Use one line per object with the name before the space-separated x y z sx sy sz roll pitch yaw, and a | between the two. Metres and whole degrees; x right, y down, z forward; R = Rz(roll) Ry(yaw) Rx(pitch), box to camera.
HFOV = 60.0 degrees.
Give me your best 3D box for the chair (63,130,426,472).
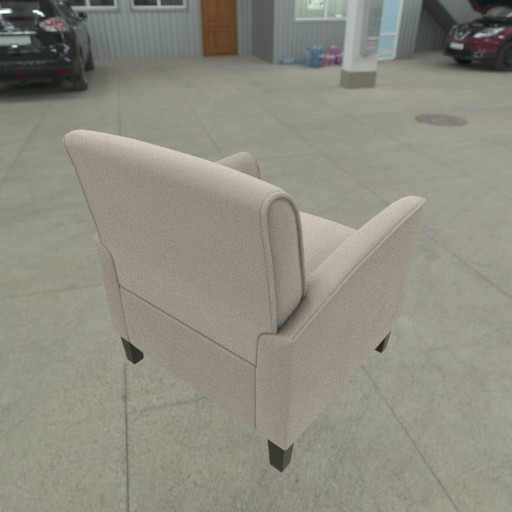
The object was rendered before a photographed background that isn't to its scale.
chair | 0.000 0.000 1.514 0.820 0.915 0.820 23 37 33
